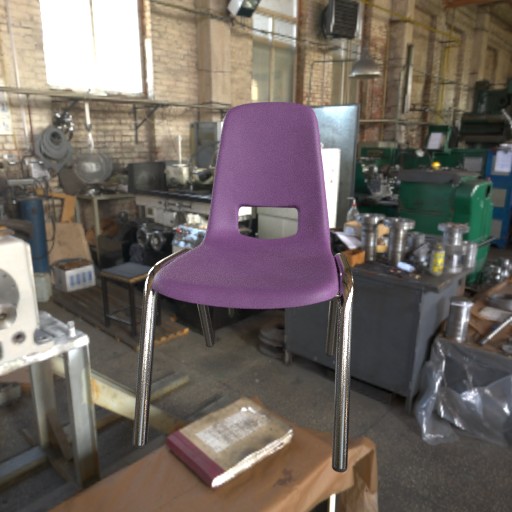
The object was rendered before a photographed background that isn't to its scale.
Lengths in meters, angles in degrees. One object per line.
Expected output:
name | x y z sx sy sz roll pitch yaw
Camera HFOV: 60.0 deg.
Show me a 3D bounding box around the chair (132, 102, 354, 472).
chair | 0.000 0.000 0.840 0.356 0.584 0.419 2 15 9
